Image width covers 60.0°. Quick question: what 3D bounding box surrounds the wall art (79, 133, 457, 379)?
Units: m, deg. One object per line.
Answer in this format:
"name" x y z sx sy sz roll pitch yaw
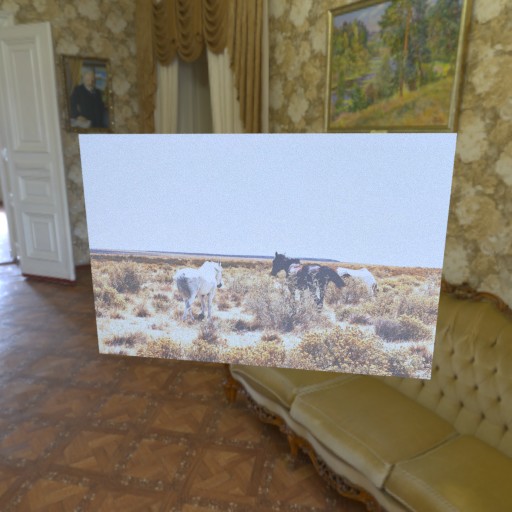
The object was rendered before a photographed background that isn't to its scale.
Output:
"wall art" 0.000 0.000 1.913 1.520 1.016 0.051 2 15 9
